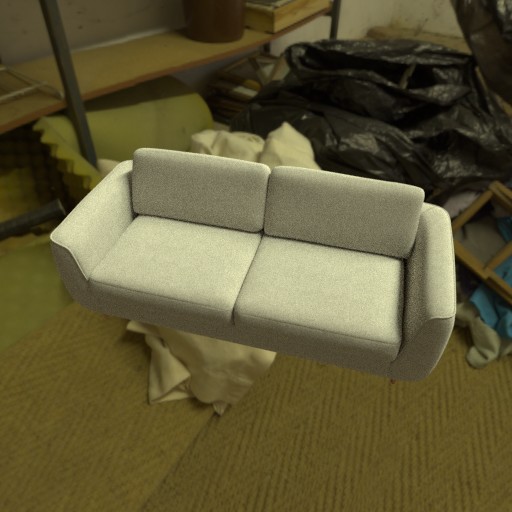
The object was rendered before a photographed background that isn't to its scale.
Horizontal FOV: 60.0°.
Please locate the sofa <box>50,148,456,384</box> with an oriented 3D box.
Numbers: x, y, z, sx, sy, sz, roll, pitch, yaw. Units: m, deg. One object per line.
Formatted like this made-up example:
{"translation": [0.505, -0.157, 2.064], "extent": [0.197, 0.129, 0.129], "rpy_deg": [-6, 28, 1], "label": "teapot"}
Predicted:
{"translation": [0.000, 0.000, 2.460], "extent": [2.000, 0.850, 0.920], "rpy_deg": [10, 42, 12], "label": "sofa"}
